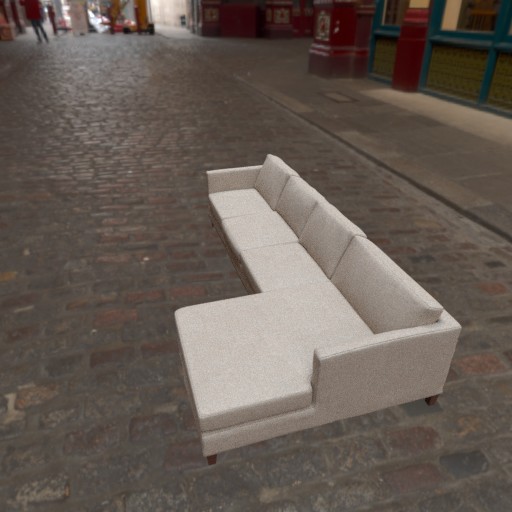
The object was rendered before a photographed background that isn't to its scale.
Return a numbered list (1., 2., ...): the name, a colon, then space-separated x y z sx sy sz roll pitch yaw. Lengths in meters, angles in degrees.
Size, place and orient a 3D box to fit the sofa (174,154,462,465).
1. sofa: 0.000 0.000 3.870 1.625 0.846 3.186 -9 31 -15
